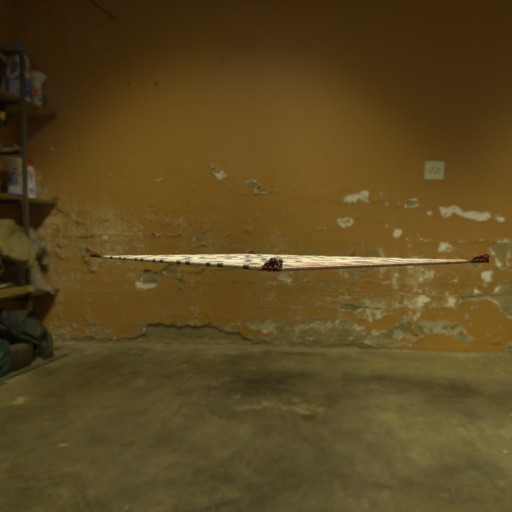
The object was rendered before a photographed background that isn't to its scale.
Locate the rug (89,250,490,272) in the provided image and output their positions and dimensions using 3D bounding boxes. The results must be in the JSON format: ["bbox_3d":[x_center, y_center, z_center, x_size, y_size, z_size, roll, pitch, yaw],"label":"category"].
[{"bbox_3d":[0.000,0.000,3.306,1.741,0.066,2.672,-1,2,-36],"label":"rug"}]
